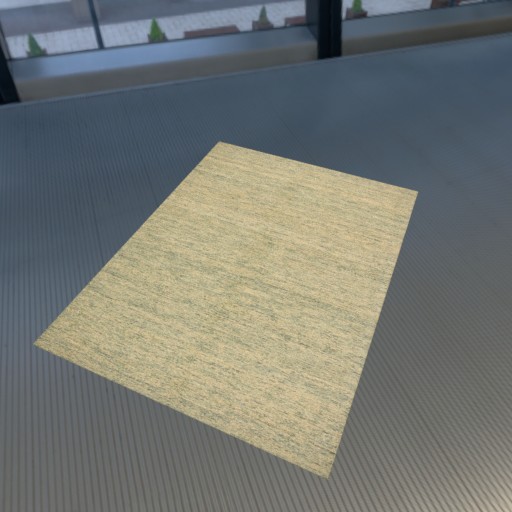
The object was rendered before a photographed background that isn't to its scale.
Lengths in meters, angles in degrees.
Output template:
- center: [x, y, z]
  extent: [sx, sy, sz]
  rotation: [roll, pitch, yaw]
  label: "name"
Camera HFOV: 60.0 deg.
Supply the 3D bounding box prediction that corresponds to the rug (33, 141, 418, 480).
- center: [0.000, 0.000, 4.165]
  extent: [2.437, 0.014, 3.201]
  rotation: [18, 49, 16]
  label: "rug"
